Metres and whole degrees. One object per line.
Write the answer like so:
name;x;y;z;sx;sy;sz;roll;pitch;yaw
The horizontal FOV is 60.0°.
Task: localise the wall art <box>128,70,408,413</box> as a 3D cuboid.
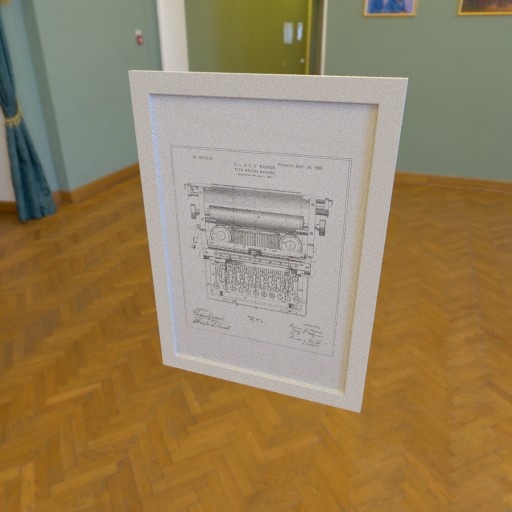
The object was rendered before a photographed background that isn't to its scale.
wall art;0.000;0.000;0.700;0.381;0.533;0.013;9;28;17
